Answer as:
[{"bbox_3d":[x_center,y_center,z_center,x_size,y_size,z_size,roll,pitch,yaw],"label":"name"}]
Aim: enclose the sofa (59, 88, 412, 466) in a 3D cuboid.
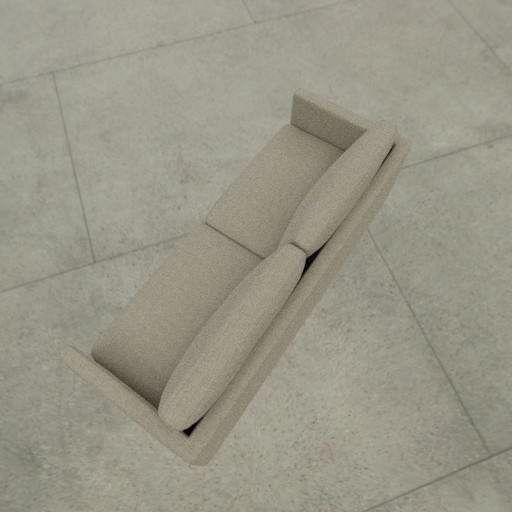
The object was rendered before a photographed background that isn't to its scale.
[{"bbox_3d":[0.000,0.000,2.916,0.951,0.965,2.434,32,68,15],"label":"sofa"}]
